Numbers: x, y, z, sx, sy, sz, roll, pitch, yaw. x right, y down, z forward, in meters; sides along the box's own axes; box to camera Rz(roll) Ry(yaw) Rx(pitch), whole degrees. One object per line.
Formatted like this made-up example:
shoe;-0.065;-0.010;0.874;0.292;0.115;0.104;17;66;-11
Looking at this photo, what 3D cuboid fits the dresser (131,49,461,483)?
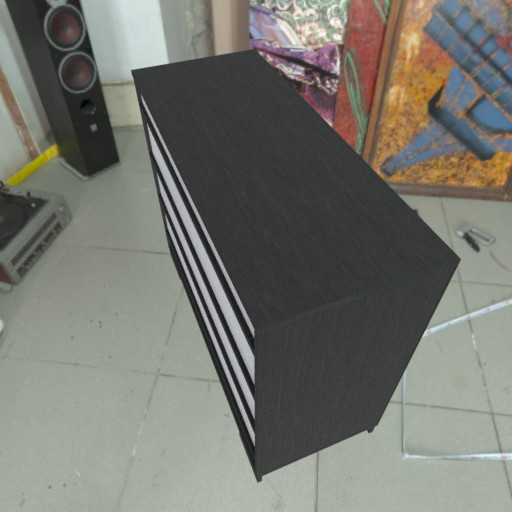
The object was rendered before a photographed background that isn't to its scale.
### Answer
dresser;0.000;0.000;1.368;0.404;0.816;0.994;-17;49;-15
